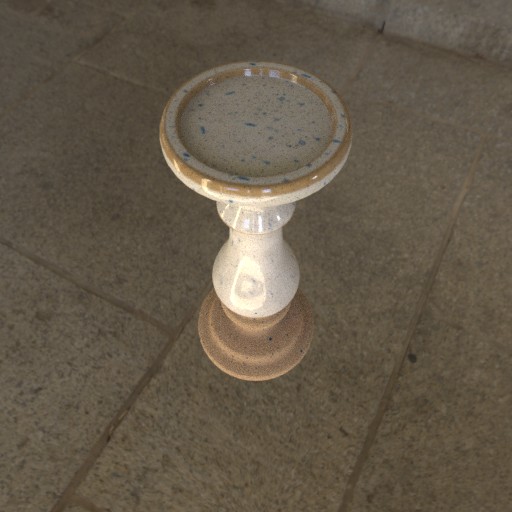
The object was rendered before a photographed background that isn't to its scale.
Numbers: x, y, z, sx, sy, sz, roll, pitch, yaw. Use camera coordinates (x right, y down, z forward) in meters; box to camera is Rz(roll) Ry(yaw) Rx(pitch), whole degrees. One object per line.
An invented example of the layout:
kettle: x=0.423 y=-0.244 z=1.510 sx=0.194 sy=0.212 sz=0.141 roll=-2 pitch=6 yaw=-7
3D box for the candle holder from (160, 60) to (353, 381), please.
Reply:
candle holder: x=0.000 y=0.000 z=0.257 sx=0.088 sy=0.203 sz=0.088 roll=0 pitch=58 yaw=0
